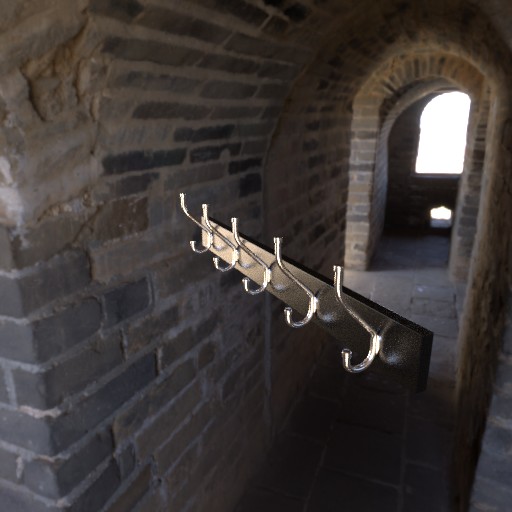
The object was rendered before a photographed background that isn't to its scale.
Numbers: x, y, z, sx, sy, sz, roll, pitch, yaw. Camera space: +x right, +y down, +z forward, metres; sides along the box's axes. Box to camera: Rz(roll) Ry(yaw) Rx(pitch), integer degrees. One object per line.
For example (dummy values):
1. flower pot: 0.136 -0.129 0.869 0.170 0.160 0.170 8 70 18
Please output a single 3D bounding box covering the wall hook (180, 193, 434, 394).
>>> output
1. wall hook: 0.000 0.000 0.624 0.071 0.117 0.571 -8 19 -25
